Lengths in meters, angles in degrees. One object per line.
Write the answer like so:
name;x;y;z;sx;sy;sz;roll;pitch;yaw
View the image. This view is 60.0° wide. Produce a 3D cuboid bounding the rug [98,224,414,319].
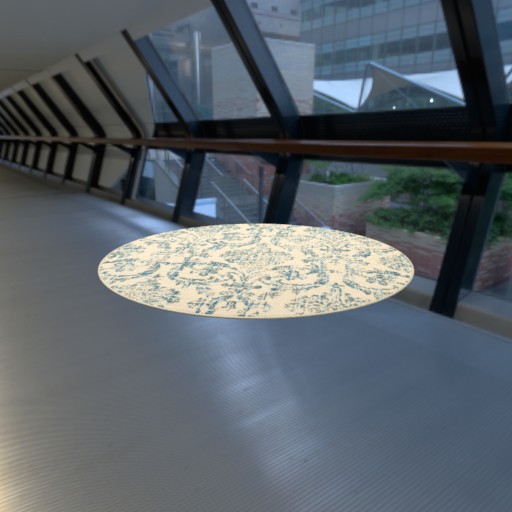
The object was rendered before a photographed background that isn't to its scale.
rug;0.000;0.000;2.358;1.593;0.012;1.593;0;16;0
